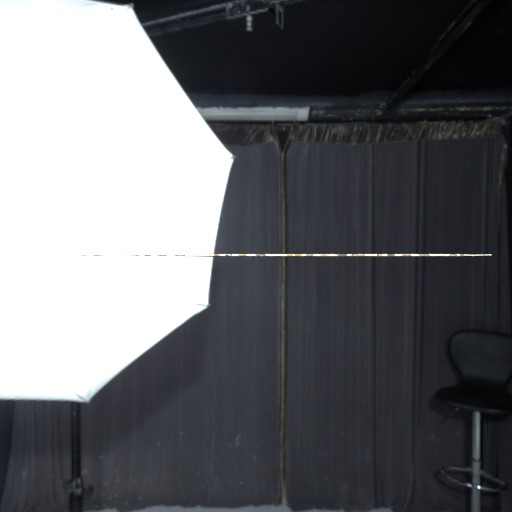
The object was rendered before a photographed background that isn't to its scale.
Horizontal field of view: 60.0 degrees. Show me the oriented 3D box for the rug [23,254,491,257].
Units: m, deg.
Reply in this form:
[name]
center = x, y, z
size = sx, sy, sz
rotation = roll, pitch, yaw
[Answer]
[rug]
center = 0.000, 0.000, 2.303
size = 1.829, 0.008, 1.219
rotation = 0, 0, 1
